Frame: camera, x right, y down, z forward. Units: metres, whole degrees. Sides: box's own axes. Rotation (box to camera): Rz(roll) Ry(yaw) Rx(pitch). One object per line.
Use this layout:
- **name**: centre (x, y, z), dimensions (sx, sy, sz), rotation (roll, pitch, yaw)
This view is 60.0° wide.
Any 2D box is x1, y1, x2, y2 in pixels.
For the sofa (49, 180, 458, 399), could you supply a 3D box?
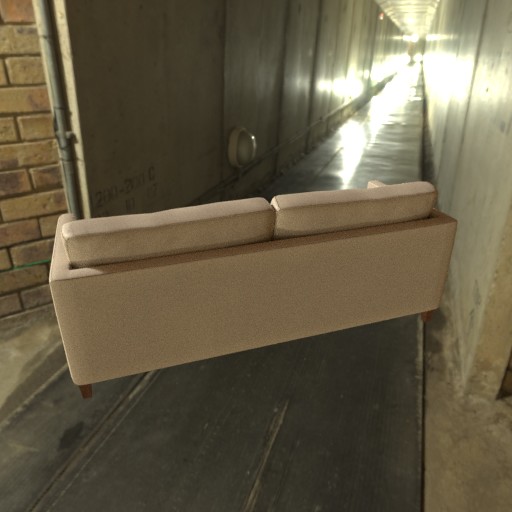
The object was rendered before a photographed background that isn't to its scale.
- **sofa**: centre (0.000, 0.000, 2.900), dimensions (2.361, 0.968, 0.951), rotation (-9, 28, -17)
